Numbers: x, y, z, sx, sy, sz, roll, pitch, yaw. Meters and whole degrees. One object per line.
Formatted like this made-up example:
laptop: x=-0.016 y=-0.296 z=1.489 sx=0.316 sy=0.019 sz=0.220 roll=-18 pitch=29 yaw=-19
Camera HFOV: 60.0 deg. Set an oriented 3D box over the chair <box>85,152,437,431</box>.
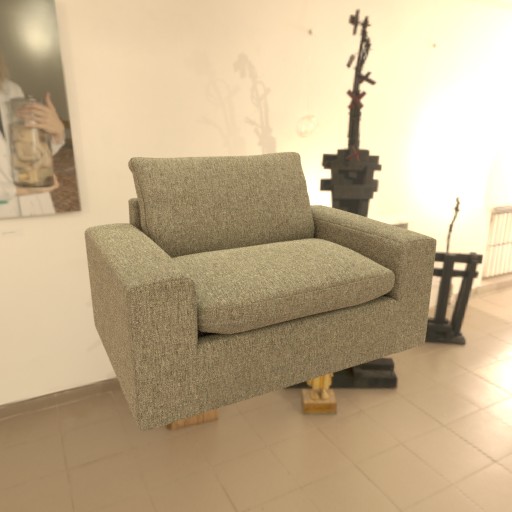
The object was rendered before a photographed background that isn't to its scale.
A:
chair: x=0.000 y=0.000 z=2.114 sx=1.398 sy=0.915 sz=1.039 roll=-8 pitch=18 yaw=-27
